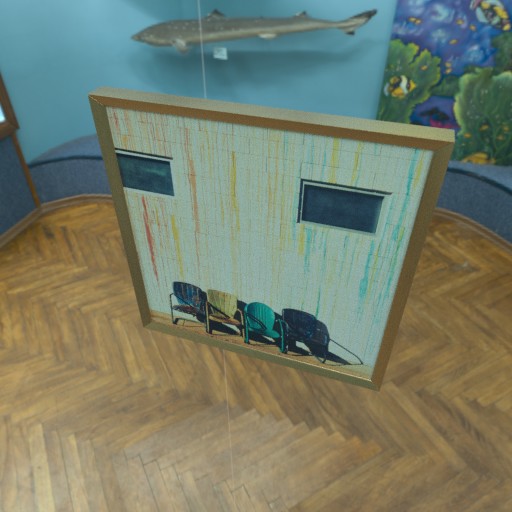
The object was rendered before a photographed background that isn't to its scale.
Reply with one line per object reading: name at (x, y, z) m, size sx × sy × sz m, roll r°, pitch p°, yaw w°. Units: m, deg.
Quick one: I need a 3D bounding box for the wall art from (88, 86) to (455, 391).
wall art at (0.000, 0.000, 0.755) m, size 0.505 × 0.505 × 0.037 m, roll 12°, pitch 41°, yaw 14°
